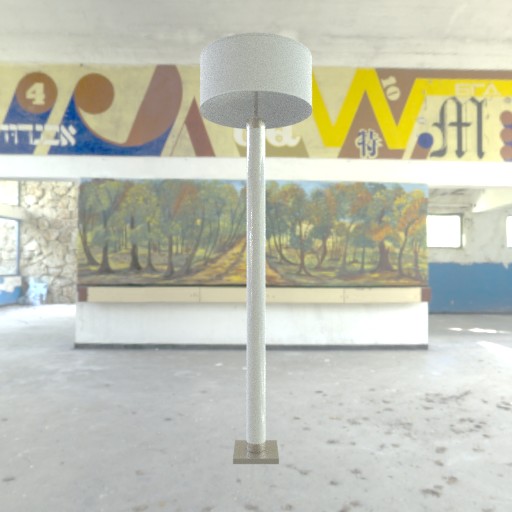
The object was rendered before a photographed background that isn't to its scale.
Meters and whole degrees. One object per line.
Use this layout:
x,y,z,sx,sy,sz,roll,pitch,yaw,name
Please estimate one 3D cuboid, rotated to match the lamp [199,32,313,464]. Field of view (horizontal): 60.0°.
0.000,0.000,1.650,0.420,1.475,0.420,0,-1,0,lamp
